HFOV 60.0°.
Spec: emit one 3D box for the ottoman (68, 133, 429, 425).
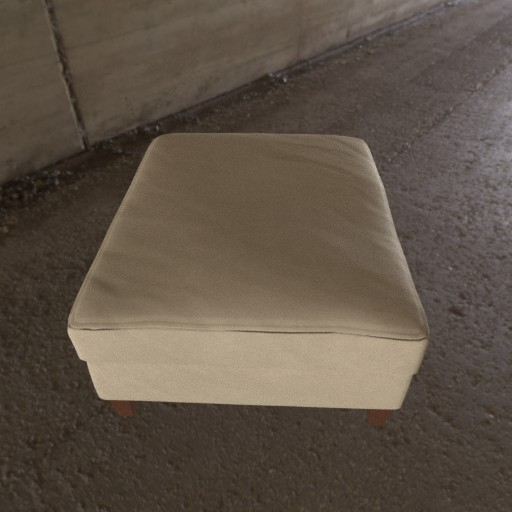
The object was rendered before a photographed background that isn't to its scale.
[{"bbox_3d":[0.000,0.000,1.467,0.836,0.492,1.002,1,40,2],"label":"ottoman"}]
